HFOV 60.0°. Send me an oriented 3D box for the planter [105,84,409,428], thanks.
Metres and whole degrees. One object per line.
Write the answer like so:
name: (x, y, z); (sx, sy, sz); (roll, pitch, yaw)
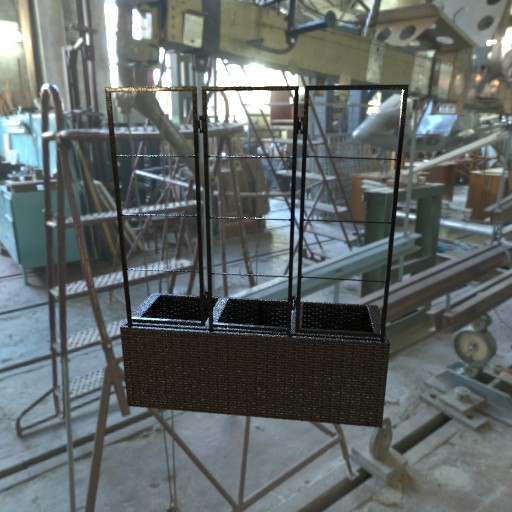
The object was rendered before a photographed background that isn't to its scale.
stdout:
planter: (0.000, 0.000, 1.191); (0.699, 0.841, 0.244); (2, 17, 7)
